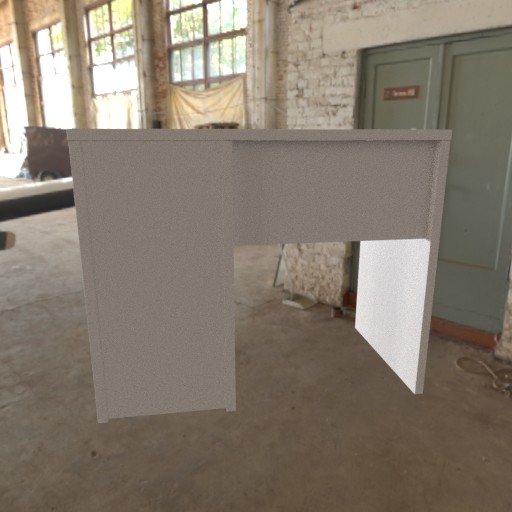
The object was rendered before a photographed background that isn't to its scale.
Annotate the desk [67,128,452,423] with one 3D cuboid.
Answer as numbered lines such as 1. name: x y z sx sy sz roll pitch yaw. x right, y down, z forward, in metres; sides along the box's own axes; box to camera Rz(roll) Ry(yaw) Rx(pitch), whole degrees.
1. desk: 0.000 0.000 1.342 0.898 0.730 0.482 -2 15 -9
